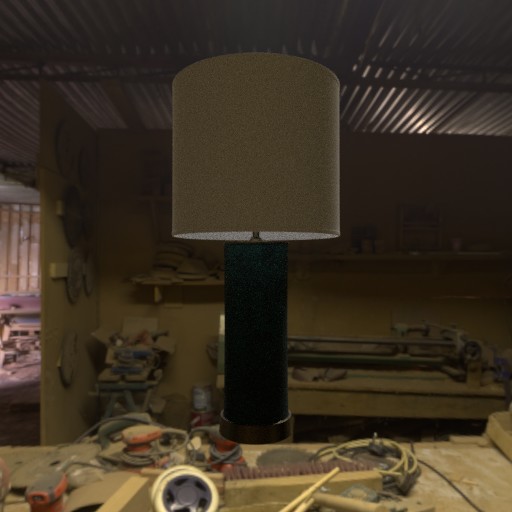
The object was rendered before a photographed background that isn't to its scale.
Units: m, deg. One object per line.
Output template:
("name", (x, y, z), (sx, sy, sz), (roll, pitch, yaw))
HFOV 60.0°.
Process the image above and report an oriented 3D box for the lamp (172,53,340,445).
("lamp", (0.000, 0.000, 0.807), (0.301, 0.630, 0.301), (0, -1, -1))
